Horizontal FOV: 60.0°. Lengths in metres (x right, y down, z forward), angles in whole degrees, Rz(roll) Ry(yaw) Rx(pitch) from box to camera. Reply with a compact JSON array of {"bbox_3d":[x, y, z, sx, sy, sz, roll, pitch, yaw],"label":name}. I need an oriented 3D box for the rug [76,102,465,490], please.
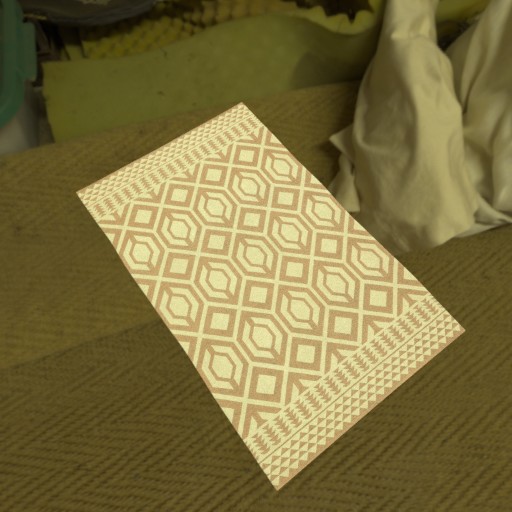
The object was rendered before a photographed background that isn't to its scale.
[{"bbox_3d":[0.000,0.000,3.052,1.526,0.011,2.435,-34,68,-15],"label":"rug"}]
